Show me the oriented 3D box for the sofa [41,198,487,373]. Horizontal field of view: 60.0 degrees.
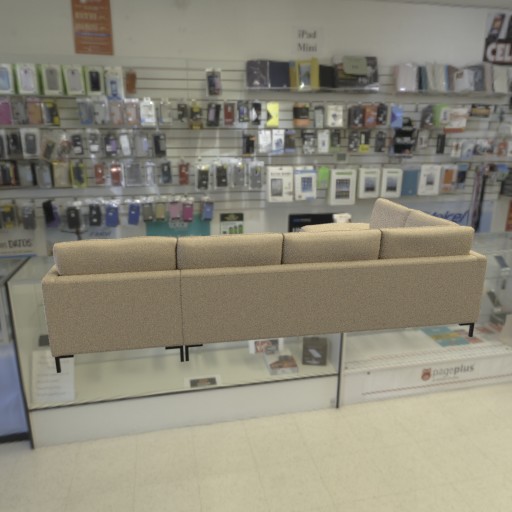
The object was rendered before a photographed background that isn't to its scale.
[{"bbox_3d":[0.000,0.000,3.529,2.737,0.756,1.879,-3,16,-10],"label":"sofa"}]
